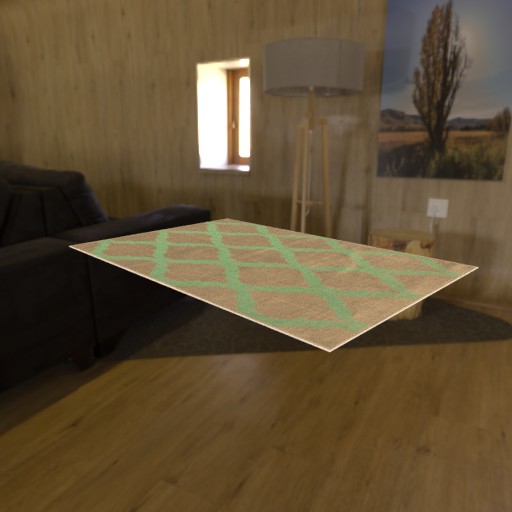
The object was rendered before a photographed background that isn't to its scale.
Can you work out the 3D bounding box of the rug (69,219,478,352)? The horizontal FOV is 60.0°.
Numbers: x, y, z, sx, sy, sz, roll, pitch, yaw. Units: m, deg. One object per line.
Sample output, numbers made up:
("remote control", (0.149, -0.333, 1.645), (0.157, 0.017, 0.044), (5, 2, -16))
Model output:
("rug", (0.000, 0.000, 2.943), (2.286, 0.006, 1.524), (15, 21, 43))
